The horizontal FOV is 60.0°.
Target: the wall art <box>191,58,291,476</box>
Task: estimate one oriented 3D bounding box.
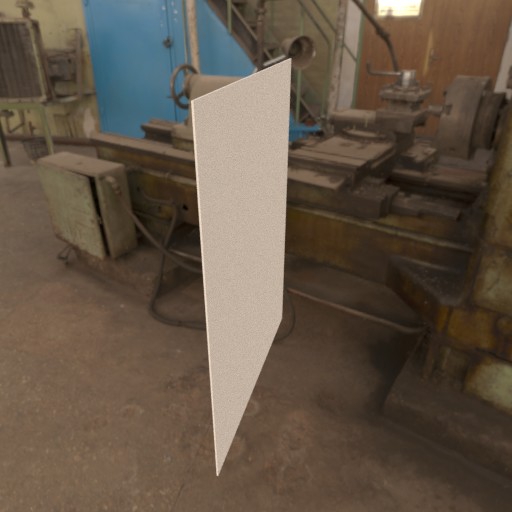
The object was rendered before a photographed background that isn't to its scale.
[{"bbox_3d":[0.000,0.000,0.794,0.003,0.610,0.457,8,30,14],"label":"wall art"}]
